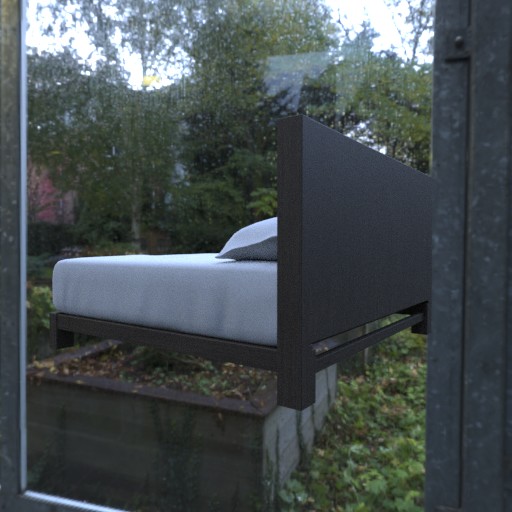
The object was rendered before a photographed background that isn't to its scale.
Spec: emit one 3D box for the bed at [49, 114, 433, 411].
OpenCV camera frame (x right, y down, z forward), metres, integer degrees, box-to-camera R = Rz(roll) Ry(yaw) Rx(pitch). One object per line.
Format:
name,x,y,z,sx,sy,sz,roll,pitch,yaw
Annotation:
bed,0.000,0.000,3.343,2.012,1.270,2.134,1,2,36
